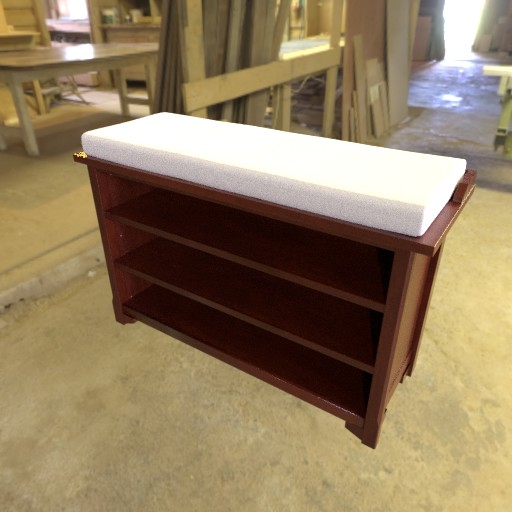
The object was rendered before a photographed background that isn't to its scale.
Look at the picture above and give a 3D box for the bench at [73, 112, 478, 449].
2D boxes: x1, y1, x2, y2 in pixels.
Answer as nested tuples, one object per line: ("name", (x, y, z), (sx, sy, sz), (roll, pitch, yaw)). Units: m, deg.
("bench", (0.000, 0.000, 1.268), (0.987, 0.646, 0.369), (18, 34, 29))
